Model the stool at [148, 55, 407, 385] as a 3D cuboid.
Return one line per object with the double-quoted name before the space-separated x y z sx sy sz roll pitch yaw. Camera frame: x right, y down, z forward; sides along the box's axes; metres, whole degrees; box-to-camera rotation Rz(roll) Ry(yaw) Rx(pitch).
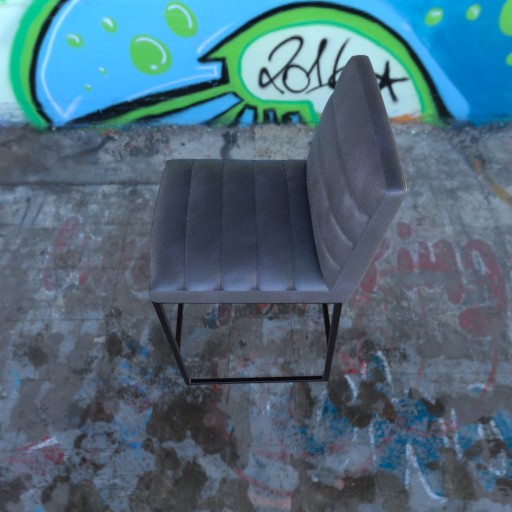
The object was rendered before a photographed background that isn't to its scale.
"stool" 0.000 0.000 1.352 0.562 1.065 0.463 -1 56 -1
